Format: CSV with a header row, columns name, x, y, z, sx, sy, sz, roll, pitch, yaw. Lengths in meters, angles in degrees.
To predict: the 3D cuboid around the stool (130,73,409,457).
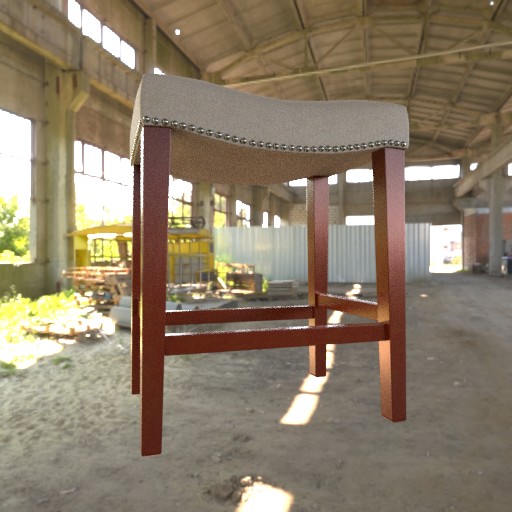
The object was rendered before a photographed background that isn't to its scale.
name,x,y,z,sx,sy,sz,roll,pitch,yaw
stool,0.000,0.000,0.945,0.509,0.632,0.375,0,0,-18
